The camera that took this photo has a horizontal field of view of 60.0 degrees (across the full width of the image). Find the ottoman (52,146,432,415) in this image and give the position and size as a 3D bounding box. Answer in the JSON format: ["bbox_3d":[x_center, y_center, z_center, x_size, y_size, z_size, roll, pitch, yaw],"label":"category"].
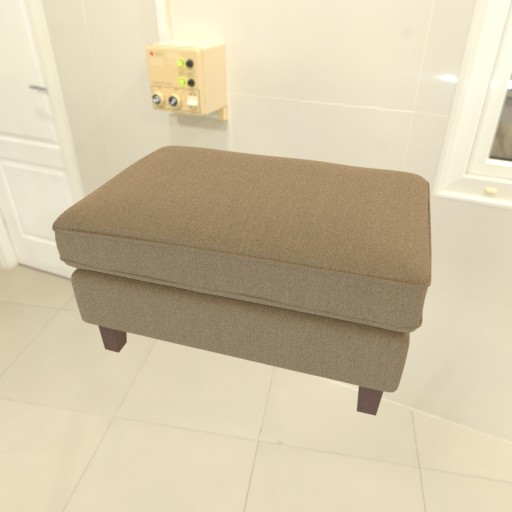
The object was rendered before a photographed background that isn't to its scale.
[{"bbox_3d":[0.000,0.000,1.351,0.945,0.521,0.636,9,33,15],"label":"ottoman"}]
